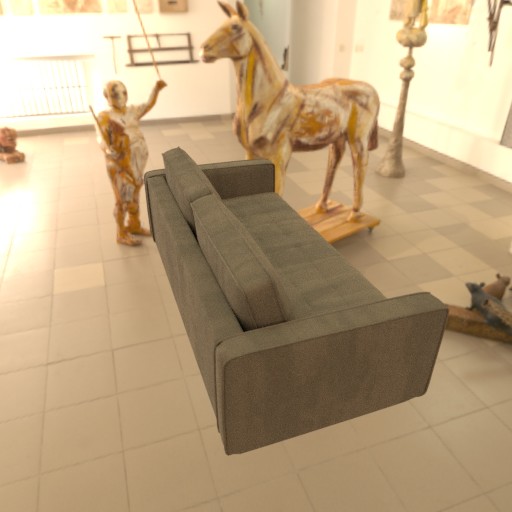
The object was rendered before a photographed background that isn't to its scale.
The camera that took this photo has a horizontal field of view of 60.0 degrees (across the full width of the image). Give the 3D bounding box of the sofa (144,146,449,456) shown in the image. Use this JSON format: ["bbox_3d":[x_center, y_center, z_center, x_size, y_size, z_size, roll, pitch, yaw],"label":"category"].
[{"bbox_3d":[0.000,0.000,2.415,0.924,0.825,1.920,-10,32,-17],"label":"sofa"}]
